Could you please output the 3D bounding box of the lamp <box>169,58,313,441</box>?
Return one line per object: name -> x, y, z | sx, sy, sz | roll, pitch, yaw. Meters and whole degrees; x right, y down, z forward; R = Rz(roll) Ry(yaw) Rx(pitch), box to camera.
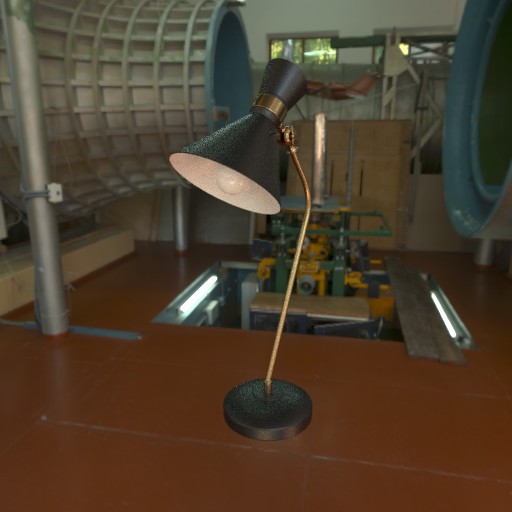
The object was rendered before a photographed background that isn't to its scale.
lamp -> 0.000, 0.000, 0.766 | 0.292, 0.647, 0.189 | -14, 20, -43
